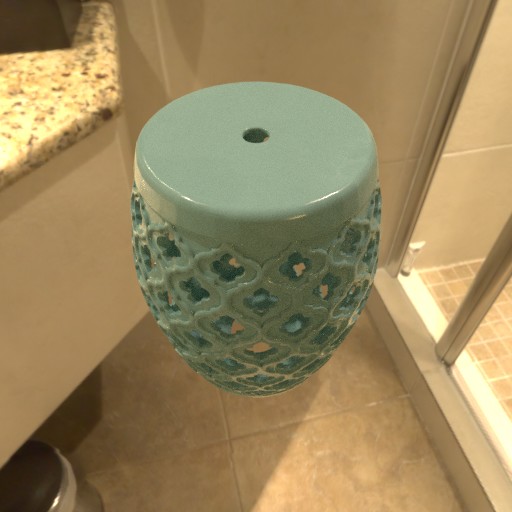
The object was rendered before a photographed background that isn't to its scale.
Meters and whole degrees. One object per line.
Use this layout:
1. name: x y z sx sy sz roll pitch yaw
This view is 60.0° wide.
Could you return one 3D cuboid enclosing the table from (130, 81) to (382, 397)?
1. table: 0.000 0.000 0.623 0.325 0.388 0.325 0 47 0
